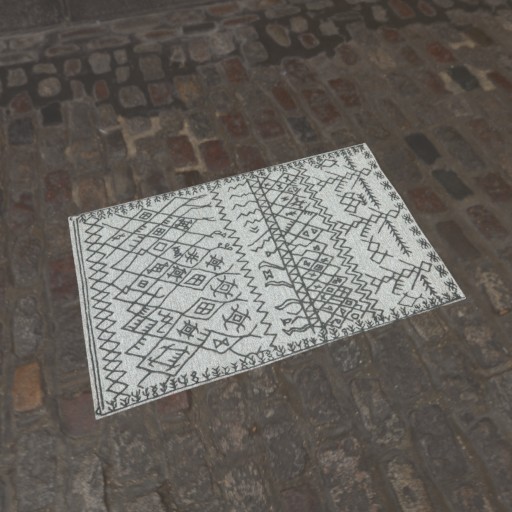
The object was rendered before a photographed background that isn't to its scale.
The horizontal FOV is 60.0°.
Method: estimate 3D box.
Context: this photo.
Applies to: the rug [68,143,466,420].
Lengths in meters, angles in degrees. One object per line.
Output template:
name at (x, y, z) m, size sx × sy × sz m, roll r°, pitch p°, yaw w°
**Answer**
rug at (0.000, 0.000, 4.895) m, size 3.824 × 0.019 × 2.393 m, roll -16°, pitch 59°, yaw -10°
